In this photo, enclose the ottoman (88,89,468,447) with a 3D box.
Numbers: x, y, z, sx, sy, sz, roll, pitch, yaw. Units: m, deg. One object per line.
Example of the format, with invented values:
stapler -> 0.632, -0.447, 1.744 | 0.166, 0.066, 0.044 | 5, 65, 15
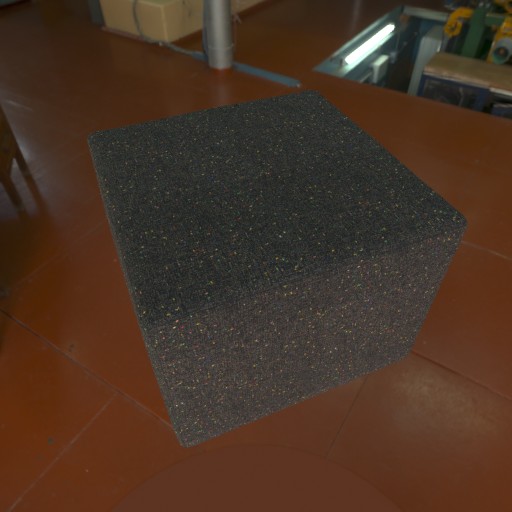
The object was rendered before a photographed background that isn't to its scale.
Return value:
ottoman -> 0.000, 0.000, 0.892 | 0.508, 0.432, 0.508 | -17, 48, -16
